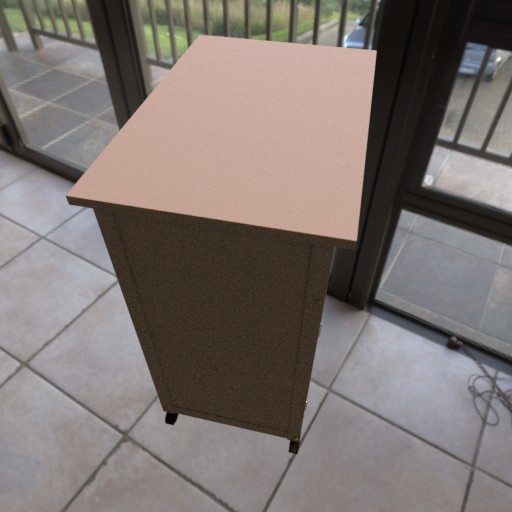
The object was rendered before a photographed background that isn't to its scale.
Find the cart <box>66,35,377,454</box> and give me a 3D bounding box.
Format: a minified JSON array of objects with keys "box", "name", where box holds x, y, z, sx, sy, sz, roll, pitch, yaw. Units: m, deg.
[{"box":[0.000,0.000,1.187,0.442,0.864,0.683,9,47,9],"name":"cart"}]
